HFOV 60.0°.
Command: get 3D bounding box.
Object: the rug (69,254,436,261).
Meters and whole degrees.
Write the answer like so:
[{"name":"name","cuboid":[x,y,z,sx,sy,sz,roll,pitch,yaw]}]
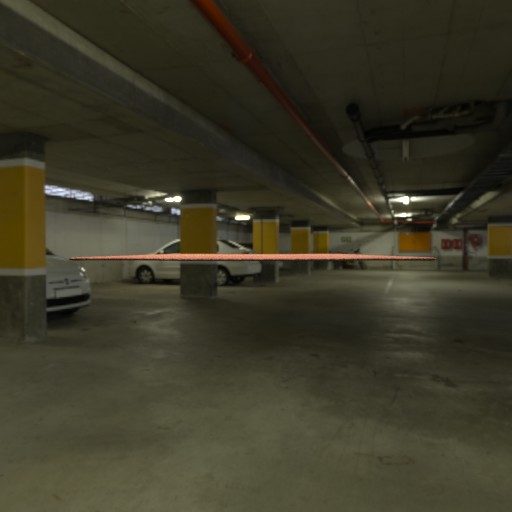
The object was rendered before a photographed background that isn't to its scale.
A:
[{"name":"rug","cuboid":[0.000,0.000,2.241,1.139,0.011,1.747,0,1,1]}]
